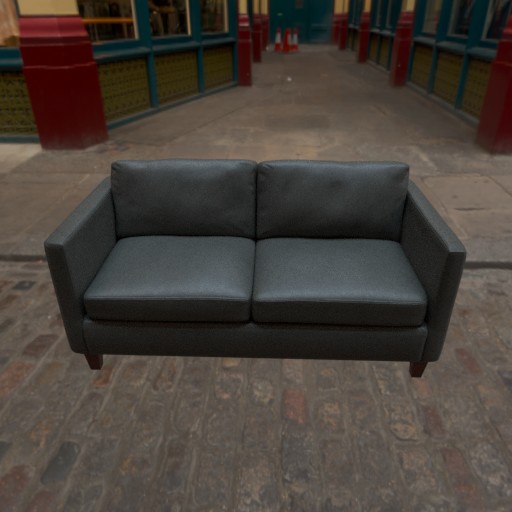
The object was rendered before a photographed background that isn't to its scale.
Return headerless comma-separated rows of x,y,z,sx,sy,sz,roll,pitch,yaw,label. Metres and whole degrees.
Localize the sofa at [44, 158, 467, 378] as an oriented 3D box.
0.000,0.000,2.455,1.883,0.933,0.951,1,29,2,sofa
